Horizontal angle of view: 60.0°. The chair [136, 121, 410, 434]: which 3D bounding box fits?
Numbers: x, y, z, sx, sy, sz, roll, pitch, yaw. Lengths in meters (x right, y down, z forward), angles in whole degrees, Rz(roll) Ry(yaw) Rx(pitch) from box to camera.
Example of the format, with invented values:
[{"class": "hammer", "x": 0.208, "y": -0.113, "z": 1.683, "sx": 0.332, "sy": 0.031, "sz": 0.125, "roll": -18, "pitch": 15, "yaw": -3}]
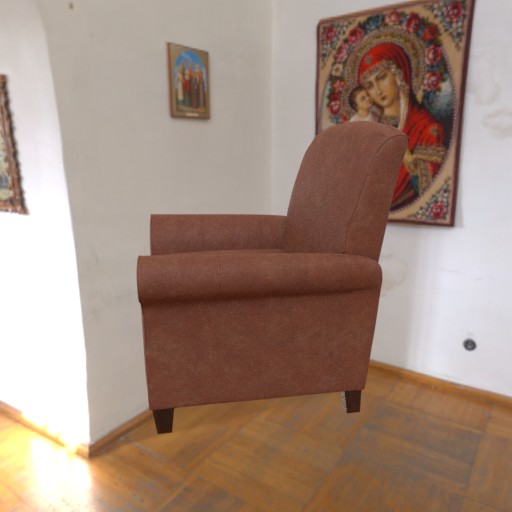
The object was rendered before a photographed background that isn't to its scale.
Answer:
[{"class": "chair", "x": 0.000, "y": 0.000, "z": 1.812, "sx": 0.902, "sy": 1.061, "sz": 0.978, "roll": -3, "pitch": 14, "yaw": -10}]
